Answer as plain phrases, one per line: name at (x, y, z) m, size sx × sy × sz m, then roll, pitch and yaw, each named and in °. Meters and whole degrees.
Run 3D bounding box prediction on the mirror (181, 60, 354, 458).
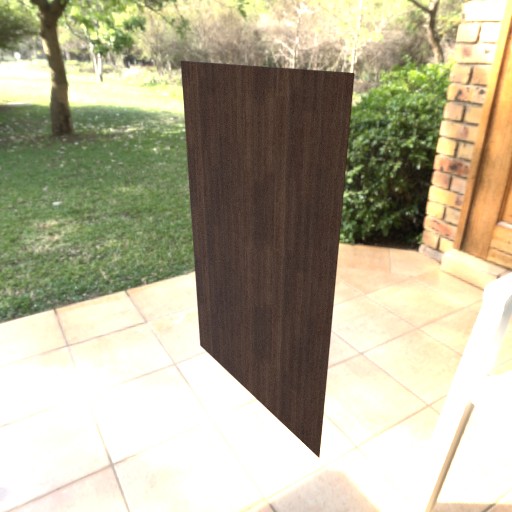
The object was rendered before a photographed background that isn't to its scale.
mirror at (0.000, 0.000, 1.275) m, size 0.047 × 1.010 × 0.651 m, roll -19°, pitch 32°, yaw -33°
